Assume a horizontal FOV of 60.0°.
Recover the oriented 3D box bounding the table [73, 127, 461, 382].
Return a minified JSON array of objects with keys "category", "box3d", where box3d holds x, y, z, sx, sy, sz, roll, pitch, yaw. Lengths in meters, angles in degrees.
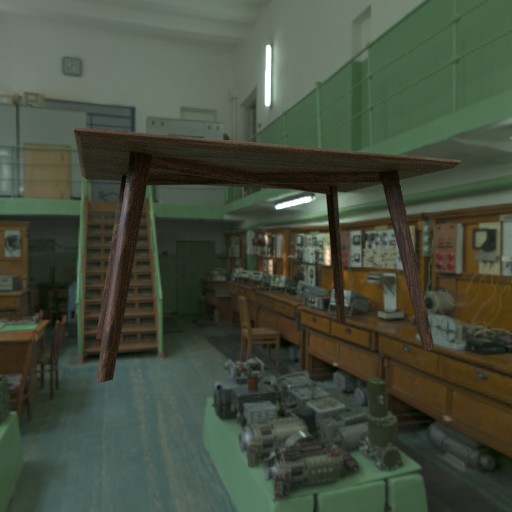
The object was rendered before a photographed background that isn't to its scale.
[{"category":"table","box3d":[0.000,0.000,1.821,1.349,0.724,0.801,0,1,-20]}]
